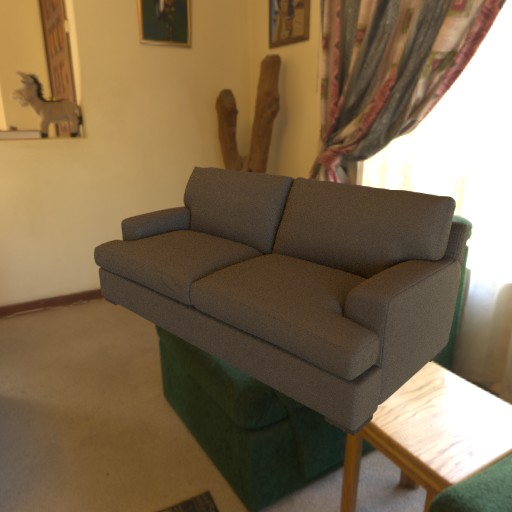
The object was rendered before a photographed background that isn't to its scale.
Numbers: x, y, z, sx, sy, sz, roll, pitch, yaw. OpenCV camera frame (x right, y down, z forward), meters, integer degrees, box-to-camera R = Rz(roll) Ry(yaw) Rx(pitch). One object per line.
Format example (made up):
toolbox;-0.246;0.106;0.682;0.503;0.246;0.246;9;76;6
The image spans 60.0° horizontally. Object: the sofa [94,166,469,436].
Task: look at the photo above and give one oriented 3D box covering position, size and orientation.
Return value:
sofa;0.000;0.000;2.867;2.271;0.950;1.140;16;24;41
